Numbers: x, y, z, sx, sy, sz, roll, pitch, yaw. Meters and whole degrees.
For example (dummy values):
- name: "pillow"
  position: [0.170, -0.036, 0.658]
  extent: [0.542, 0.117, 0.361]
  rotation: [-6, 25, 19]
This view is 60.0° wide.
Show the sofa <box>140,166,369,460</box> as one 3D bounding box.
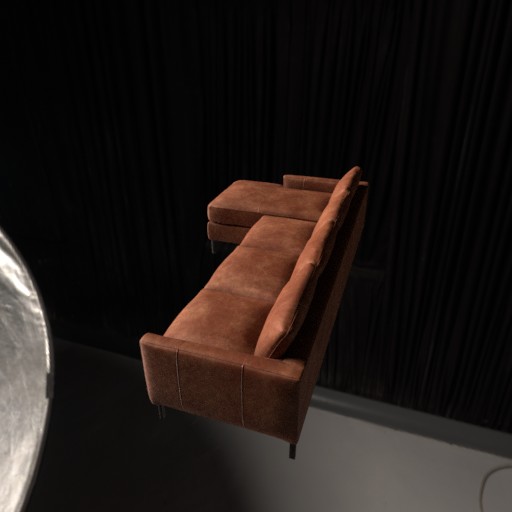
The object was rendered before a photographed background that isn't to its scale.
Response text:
- name: "sofa"
  position: [0.000, 0.000, 3.653]
  extent: [1.471, 0.859, 2.993]
  rotation: [9, 30, 16]
